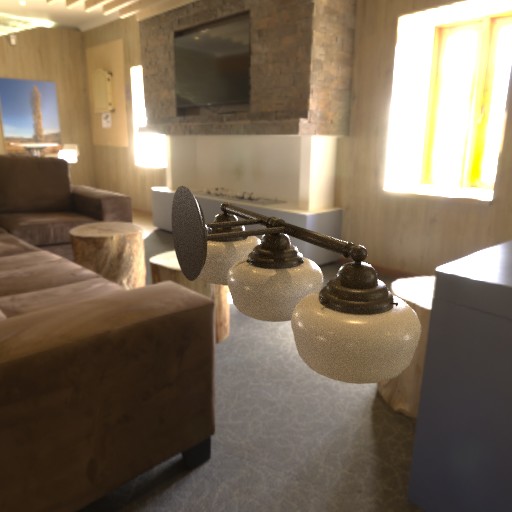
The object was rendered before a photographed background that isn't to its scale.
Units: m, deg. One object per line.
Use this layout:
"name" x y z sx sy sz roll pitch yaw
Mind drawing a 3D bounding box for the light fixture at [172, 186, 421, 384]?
"light fixture" 0.000 0.000 0.734 0.239 0.242 0.587 -8 17 -26
